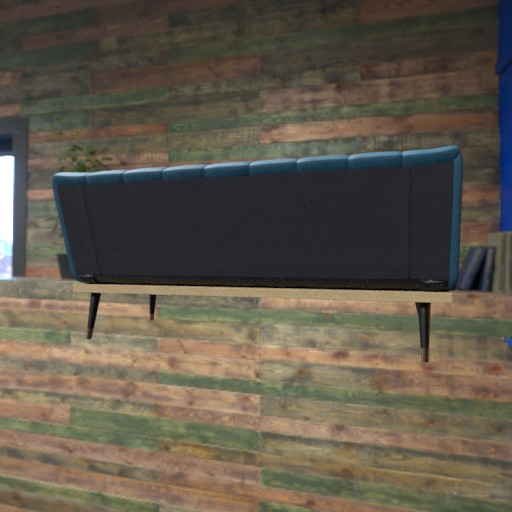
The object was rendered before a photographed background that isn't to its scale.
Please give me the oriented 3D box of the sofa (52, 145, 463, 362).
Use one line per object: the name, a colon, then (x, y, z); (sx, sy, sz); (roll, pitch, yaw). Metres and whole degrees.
sofa: (0.000, 0.000, 2.238); (1.810, 0.825, 0.830); (0, 0, 18)
